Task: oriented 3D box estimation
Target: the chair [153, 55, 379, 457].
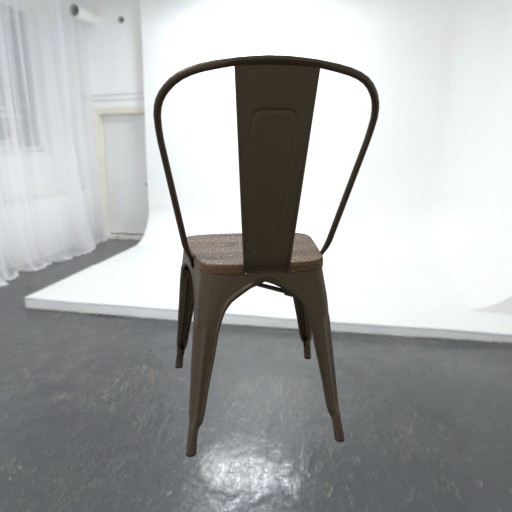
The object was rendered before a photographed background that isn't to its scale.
[{"bbox_3d":[0.000,0.000,1.120,0.451,0.844,0.532,-2,14,-8],"label":"chair"}]
